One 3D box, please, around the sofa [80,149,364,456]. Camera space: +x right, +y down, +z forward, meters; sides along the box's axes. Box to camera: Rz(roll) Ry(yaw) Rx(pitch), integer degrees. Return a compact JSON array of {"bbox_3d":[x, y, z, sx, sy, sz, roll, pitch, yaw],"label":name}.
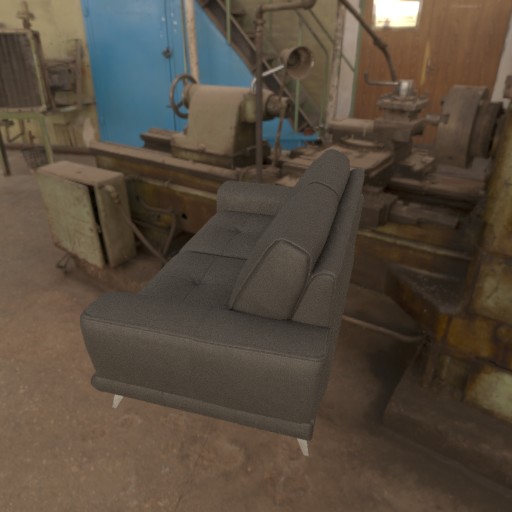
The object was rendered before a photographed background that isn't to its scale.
[{"bbox_3d":[0.000,0.000,2.434,1.018,0.907,1.806,8,29,14],"label":"sofa"}]
